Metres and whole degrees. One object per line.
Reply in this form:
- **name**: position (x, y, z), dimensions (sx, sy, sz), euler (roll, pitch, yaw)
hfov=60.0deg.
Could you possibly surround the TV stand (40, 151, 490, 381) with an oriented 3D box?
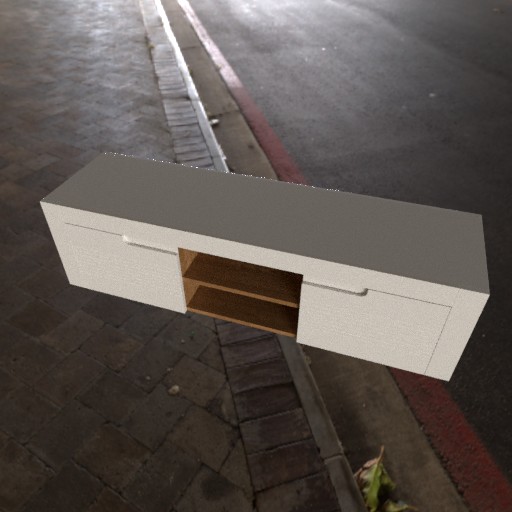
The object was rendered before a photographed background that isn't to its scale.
- **TV stand**: position (0.000, 0.000, 1.699), dimensions (1.500, 0.440, 0.410), euler (12, 41, 14)
